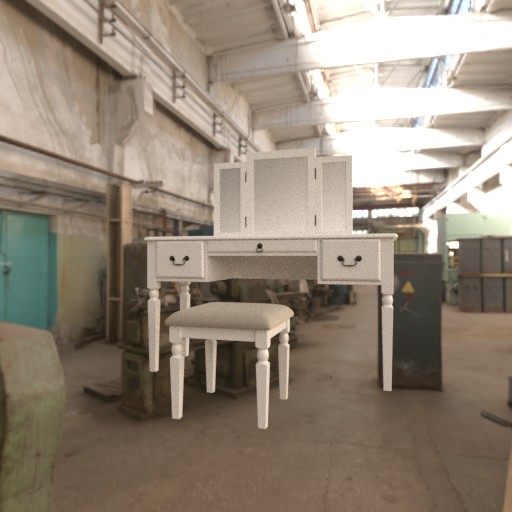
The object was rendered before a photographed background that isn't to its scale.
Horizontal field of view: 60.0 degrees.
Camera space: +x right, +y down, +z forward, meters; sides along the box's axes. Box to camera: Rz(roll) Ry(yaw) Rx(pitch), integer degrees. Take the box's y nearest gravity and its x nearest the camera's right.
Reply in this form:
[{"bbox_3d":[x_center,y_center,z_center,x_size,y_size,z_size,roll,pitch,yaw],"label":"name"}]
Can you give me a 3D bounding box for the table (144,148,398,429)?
[{"bbox_3d":[0.000,0.000,2.239,1.369,1.310,1.115,0,0,16],"label":"table"}]
